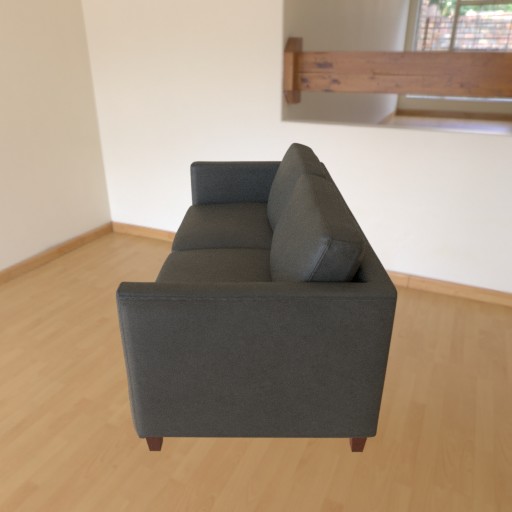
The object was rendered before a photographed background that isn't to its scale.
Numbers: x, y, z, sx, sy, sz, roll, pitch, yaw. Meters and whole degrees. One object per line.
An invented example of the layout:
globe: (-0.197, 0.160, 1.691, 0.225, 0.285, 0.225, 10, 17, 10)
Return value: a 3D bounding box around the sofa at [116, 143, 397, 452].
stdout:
sofa: (0.000, 0.000, 2.375, 0.951, 0.933, 1.883, 0, 25, 0)
